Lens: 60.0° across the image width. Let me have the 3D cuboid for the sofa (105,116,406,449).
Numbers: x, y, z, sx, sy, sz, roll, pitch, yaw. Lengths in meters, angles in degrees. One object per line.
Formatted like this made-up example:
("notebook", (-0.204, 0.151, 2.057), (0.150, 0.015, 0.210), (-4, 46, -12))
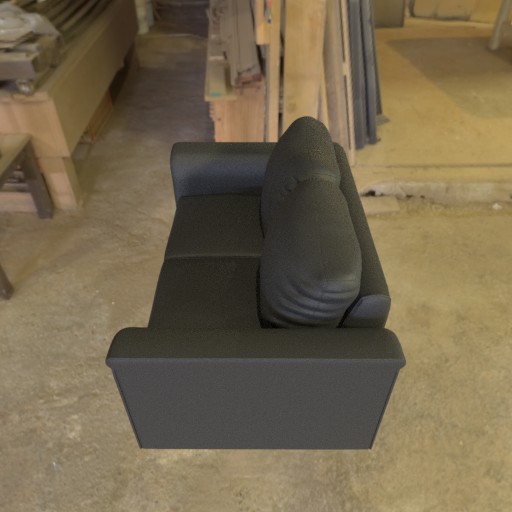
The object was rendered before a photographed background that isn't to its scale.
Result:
("sofa", (0.000, 0.000, 1.934), (0.887, 0.845, 1.386), (0, 41, 0))
